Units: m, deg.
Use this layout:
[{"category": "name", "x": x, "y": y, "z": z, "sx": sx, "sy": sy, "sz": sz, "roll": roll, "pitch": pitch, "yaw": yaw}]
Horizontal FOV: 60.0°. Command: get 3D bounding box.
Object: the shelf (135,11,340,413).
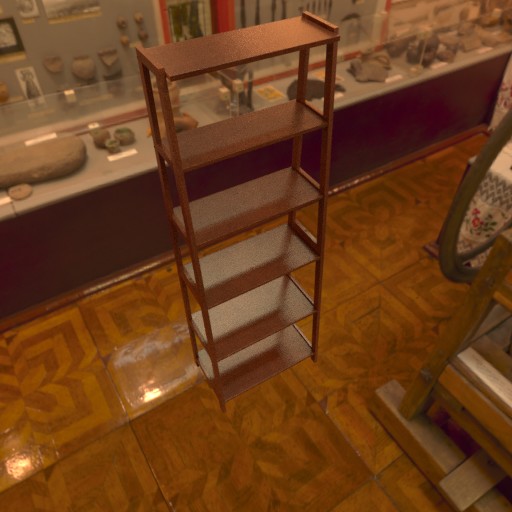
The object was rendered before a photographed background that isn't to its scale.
[{"category": "shelf", "x": 0.000, "y": 0.000, "z": 2.070, "sx": 0.660, "sy": 1.892, "sz": 0.382, "roll": -23, "pitch": 50, "yaw": -21}]
